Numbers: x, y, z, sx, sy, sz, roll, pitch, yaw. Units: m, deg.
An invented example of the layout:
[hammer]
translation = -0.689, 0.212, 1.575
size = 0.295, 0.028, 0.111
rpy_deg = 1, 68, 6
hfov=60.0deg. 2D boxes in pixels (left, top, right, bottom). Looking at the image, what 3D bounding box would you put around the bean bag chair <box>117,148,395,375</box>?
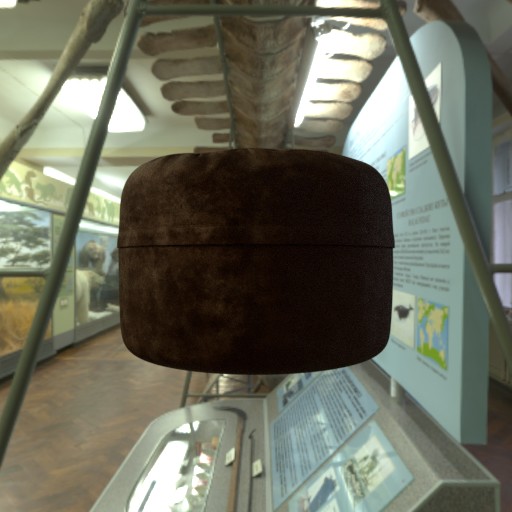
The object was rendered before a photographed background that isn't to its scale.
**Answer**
[bean bag chair]
translation = 0.000, 0.000, 1.531
size = 0.918, 0.616, 0.918
rpy_deg = 0, -1, 0
